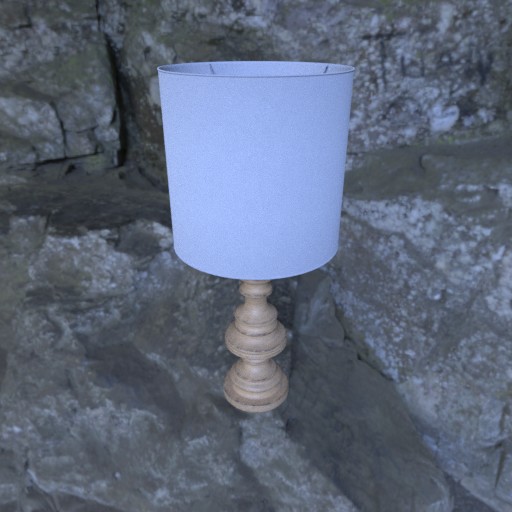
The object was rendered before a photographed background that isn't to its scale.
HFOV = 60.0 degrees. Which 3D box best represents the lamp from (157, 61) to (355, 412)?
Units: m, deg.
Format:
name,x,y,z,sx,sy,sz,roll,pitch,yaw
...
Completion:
name,x,y,z,sx,sy,sz,roll,pitch,yaw
lamp,0.000,0.000,0.579,0.208,0.455,0.208,18,32,32
